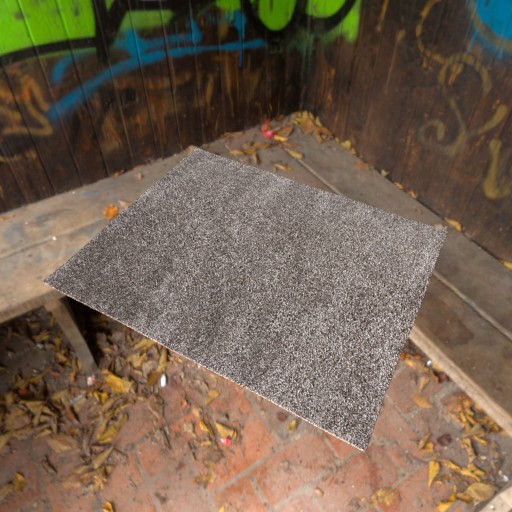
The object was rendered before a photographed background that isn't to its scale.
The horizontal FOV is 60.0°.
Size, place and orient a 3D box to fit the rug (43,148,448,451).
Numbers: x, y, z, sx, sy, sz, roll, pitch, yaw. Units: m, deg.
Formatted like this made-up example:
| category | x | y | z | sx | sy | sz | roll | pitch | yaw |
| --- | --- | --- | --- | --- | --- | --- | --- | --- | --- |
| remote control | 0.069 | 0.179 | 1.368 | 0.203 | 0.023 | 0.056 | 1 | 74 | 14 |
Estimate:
| category | x | y | z | sx | sy | sz | roll | pitch | yaw |
| --- | --- | --- | --- | --- | --- | --- | --- | --- | --- |
| rug | 0.000 | 0.000 | 4.152 | 3.000 | 0.025 | 2.401 | 22 | 51 | 19 |
